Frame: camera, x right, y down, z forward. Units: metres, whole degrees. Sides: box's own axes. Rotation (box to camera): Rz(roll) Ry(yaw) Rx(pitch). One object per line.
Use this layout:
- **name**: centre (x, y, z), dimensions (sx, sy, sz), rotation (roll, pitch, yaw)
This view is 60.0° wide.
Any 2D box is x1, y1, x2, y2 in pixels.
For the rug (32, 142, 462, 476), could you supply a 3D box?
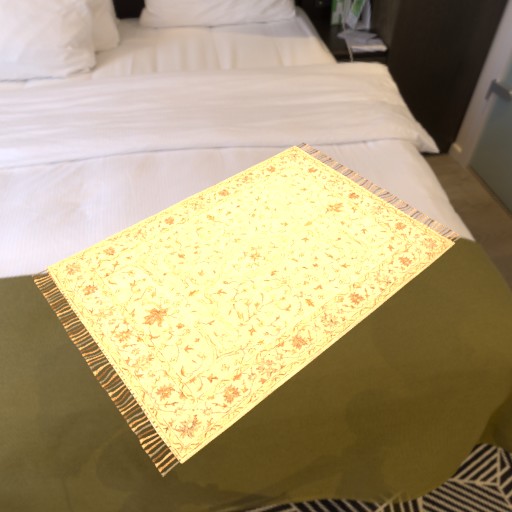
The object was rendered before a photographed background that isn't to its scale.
- **rug**: centre (0.000, 0.000, 2.255), dimensions (1.861, 0.017, 1.218), rotation (-31, 54, -26)
